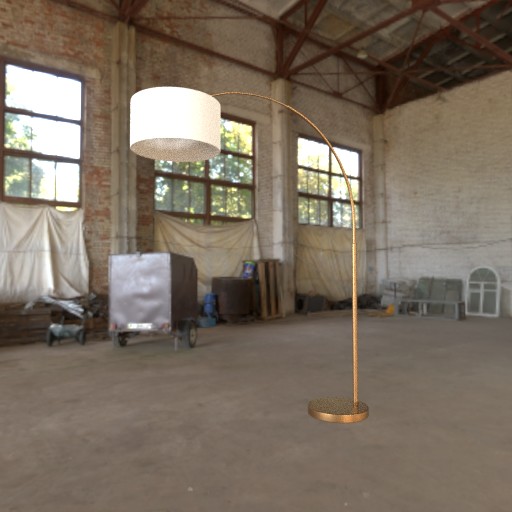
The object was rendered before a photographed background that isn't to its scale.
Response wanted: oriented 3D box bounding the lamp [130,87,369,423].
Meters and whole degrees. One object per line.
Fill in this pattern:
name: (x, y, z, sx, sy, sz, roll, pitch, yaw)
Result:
lamp: (0.000, 0.000, 2.602, 1.434, 1.927, 0.493, 1, -2, -18)
